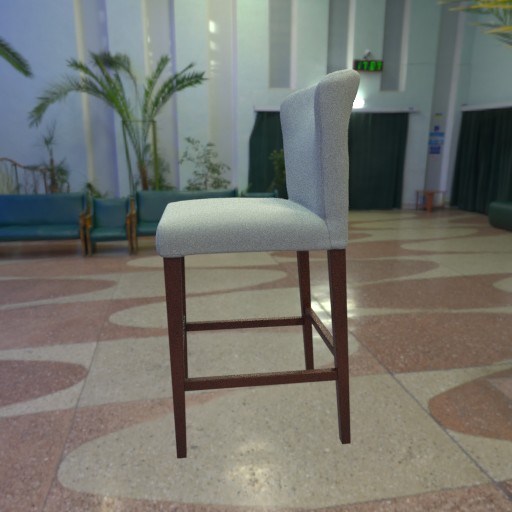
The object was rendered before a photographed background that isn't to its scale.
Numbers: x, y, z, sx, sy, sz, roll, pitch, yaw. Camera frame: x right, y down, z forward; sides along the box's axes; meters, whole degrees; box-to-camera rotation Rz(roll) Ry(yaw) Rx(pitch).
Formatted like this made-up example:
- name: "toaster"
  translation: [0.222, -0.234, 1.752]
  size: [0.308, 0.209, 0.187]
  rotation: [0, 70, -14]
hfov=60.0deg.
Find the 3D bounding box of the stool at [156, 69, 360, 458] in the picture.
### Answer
- name: "stool"
  translation: [0.000, 0.000, 1.377]
  size: [0.568, 1.069, 0.479]
  rotation: [-2, 14, -8]
